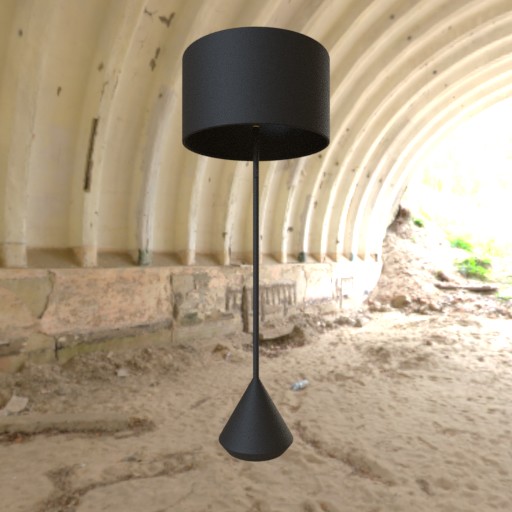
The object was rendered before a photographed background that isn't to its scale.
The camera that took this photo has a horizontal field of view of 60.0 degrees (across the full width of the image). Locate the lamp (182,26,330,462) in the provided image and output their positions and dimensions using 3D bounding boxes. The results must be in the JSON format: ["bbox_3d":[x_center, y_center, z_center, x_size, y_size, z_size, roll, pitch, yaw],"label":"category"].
[{"bbox_3d":[0.000,0.000,1.758,0.580,1.526,0.580,0,0,2],"label":"lamp"}]
